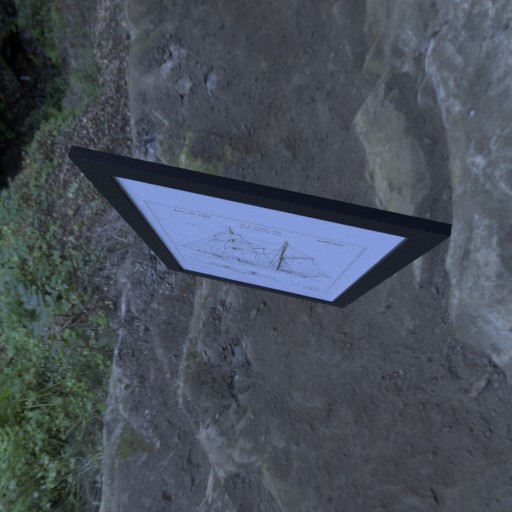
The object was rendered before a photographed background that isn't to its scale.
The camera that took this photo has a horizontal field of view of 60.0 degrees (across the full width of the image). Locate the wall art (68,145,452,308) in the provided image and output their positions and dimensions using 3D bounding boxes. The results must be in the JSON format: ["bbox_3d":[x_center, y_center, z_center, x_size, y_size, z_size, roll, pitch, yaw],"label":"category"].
[{"bbox_3d":[0.000,0.000,0.690,0.381,0.534,0.013,12,76,3],"label":"wall art"}]
